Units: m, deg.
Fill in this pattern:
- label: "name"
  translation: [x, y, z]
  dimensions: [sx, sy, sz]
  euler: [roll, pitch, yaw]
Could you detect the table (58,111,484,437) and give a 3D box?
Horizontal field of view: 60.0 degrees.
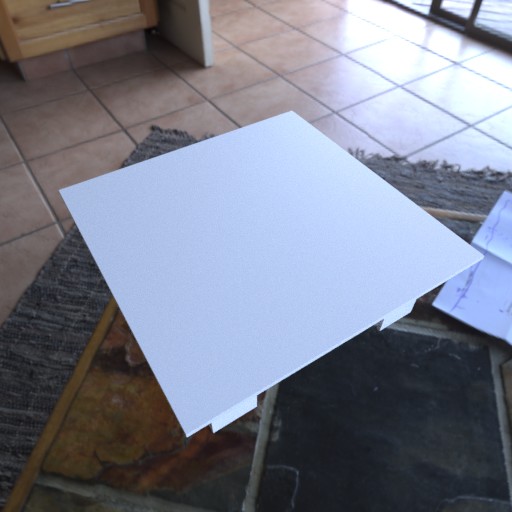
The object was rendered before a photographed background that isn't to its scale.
- label: "table"
  translation: [0.000, 0.000, 1.396]
  dimensions: [0.890, 0.305, 0.890]
  euler: [-25, 53, -21]
